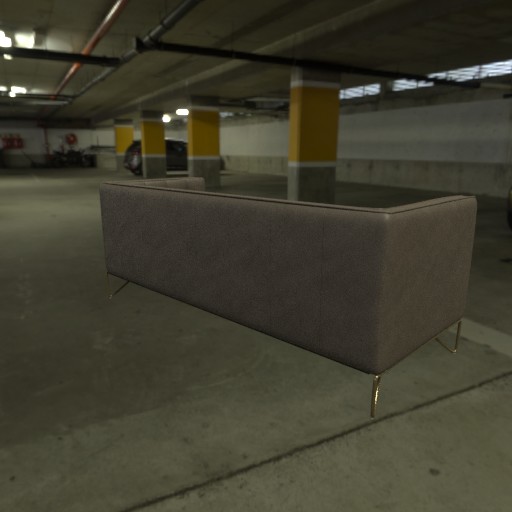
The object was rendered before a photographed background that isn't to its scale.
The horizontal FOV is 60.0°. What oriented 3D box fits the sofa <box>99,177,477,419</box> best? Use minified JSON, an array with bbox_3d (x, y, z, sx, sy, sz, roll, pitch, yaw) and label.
[{"bbox_3d":[0.000,0.000,2.550,2.087,0.789,0.867,13,19,43],"label":"sofa"}]
